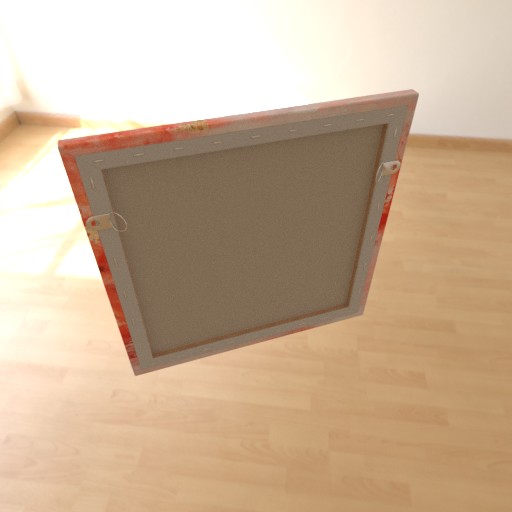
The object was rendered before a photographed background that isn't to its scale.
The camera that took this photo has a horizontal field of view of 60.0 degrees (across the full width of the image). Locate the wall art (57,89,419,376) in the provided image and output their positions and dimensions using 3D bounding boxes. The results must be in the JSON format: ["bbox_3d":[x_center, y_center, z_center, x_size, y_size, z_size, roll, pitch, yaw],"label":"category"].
[{"bbox_3d":[0.000,0.000,1.327,0.878,0.878,0.066,-13,44,-13],"label":"wall art"}]
